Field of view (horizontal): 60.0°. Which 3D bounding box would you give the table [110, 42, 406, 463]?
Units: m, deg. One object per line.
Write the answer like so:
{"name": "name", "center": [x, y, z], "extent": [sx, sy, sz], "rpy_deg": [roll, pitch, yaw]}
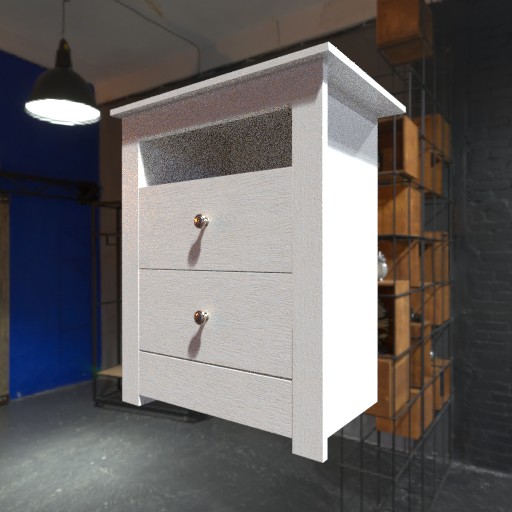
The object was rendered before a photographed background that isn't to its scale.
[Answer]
{"name": "table", "center": [0.000, 0.000, 1.070], "extent": [0.589, 0.711, 0.406], "rpy_deg": [0, 0, 36]}
